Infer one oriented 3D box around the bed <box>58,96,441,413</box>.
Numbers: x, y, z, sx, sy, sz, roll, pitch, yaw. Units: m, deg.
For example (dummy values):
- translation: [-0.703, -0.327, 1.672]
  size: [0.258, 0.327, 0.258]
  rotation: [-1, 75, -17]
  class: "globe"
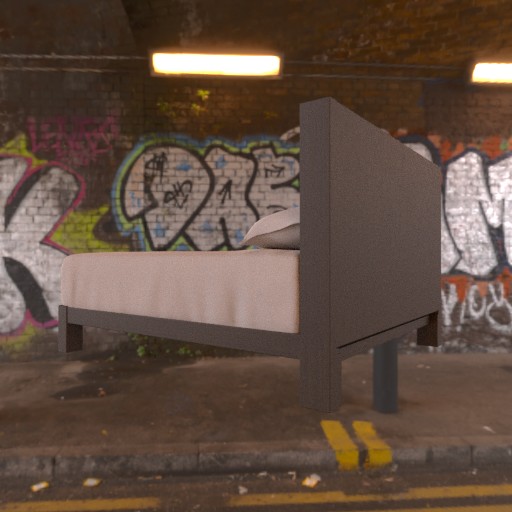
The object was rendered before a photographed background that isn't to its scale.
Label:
- translation: [0.000, 0.000, 3.041]
  size: [1.992, 1.261, 1.735]
  rotation: [0, 0, 36]
  class: "bed"
